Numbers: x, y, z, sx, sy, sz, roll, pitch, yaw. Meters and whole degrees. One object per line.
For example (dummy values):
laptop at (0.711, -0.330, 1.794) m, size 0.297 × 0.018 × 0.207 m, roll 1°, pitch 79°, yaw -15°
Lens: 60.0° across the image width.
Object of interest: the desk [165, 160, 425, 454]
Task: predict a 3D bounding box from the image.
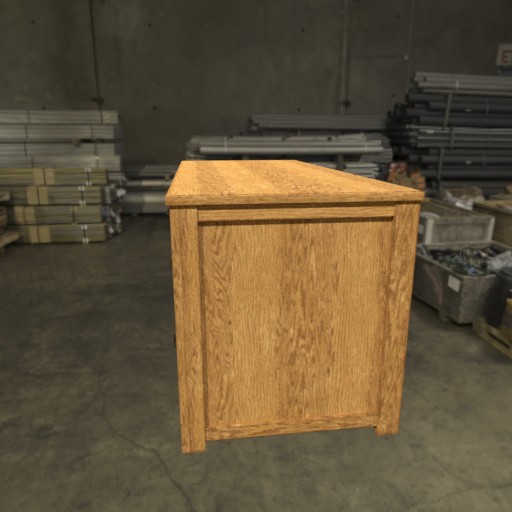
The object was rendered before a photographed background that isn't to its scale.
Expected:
desk at (0.000, 0.000, 1.973) m, size 0.685 × 0.751 × 1.567 m, roll -2°, pitch 15°, yaw -7°
